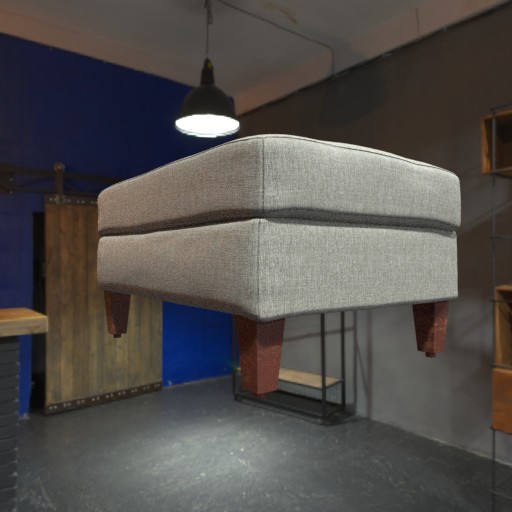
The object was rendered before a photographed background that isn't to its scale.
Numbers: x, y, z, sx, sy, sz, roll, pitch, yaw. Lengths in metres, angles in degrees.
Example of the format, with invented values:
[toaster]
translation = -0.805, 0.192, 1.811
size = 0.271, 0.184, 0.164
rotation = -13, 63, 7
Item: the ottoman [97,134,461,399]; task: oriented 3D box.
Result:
[ottoman]
translation = 0.000, 0.000, 1.224
size = 0.639, 0.494, 0.873
rotation = 0, 0, -37
